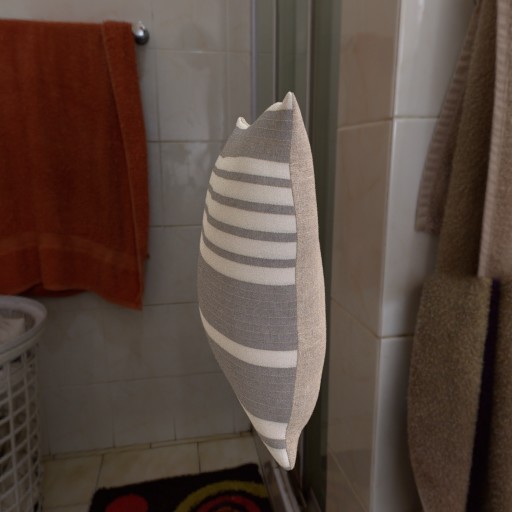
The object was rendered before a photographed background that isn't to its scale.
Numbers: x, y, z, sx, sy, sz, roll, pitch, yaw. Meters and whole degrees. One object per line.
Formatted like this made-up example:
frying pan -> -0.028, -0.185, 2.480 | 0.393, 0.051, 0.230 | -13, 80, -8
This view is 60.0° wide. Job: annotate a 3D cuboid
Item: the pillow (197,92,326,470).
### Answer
pillow -> 0.000, 0.000, 0.684 | 0.182, 0.440, 0.439 | -2, 13, -8
